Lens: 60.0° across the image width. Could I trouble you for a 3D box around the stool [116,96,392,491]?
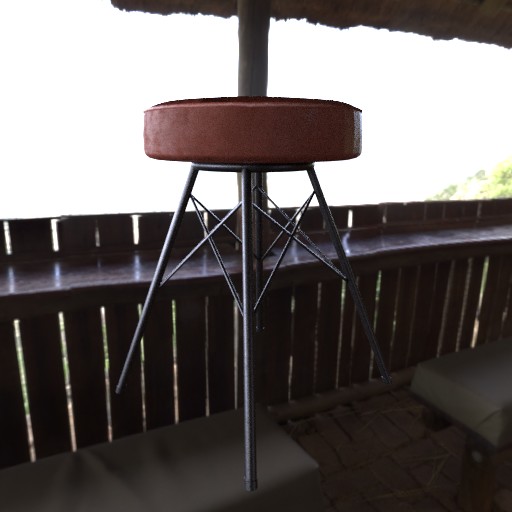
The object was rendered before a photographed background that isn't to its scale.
[{"bbox_3d":[0.000,0.000,0.906,0.421,0.593,0.457,13,19,42],"label":"stool"}]
